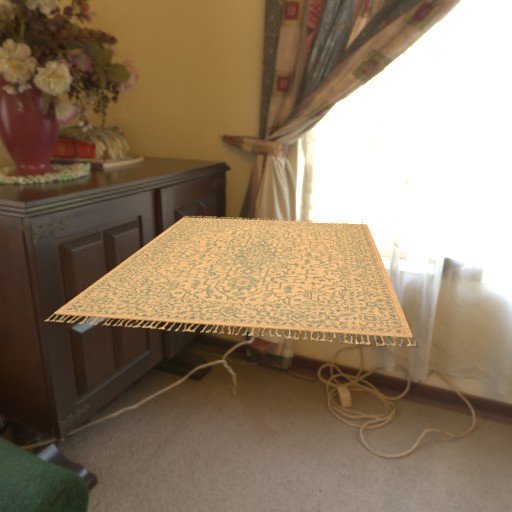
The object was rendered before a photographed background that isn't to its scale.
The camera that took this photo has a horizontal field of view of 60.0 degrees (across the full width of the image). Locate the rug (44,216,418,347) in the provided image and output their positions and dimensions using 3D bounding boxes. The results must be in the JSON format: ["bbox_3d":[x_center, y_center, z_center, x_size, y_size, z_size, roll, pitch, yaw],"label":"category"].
[{"bbox_3d":[0.000,0.000,4.387,2.464,0.010,3.327,3,18,8],"label":"rug"}]
